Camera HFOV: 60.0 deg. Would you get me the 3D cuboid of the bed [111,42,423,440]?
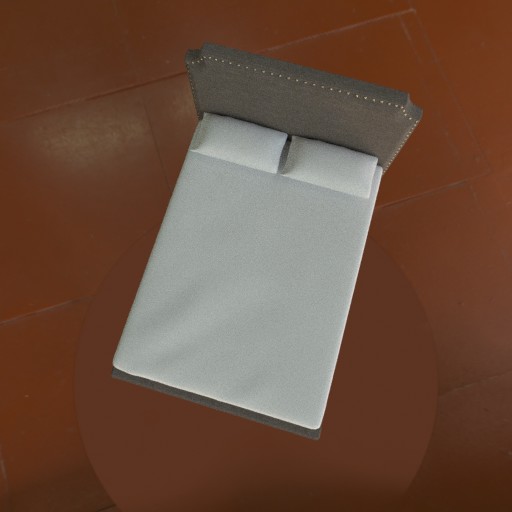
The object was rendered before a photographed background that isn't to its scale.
[{"bbox_3d":[0.000,0.000,3.420,1.713,1.457,2.381,16,77,4],"label":"bed"}]
